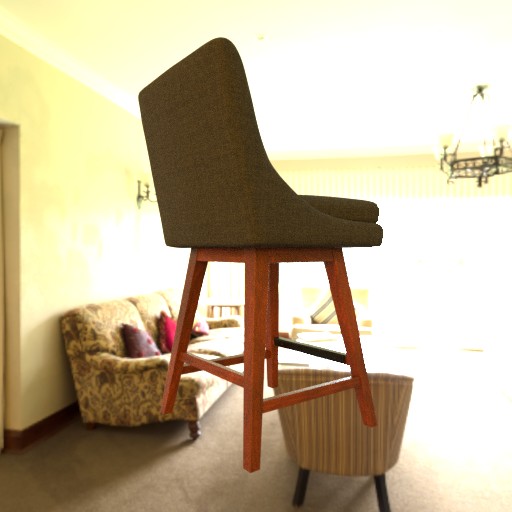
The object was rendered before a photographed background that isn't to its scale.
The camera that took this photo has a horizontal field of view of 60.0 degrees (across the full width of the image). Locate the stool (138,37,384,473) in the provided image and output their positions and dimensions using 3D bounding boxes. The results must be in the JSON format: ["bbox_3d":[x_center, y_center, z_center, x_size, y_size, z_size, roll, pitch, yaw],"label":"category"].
[{"bbox_3d":[0.000,0.000,1.191,0.524,0.895,0.467,-1,1,-37],"label":"stool"}]
